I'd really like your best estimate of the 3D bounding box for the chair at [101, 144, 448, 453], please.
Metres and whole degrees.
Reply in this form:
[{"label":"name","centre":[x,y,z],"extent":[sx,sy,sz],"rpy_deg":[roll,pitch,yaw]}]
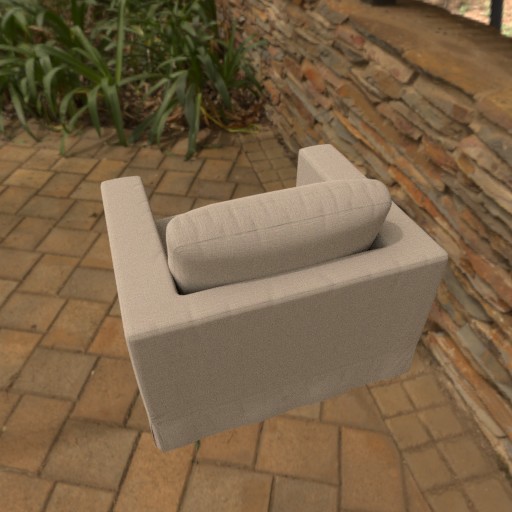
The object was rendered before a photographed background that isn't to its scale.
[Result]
[{"label":"chair","centre":[0.000,0.000,1.863],"extent":[1.150,0.878,0.957],"rpy_deg":[-13,42,-15]}]
